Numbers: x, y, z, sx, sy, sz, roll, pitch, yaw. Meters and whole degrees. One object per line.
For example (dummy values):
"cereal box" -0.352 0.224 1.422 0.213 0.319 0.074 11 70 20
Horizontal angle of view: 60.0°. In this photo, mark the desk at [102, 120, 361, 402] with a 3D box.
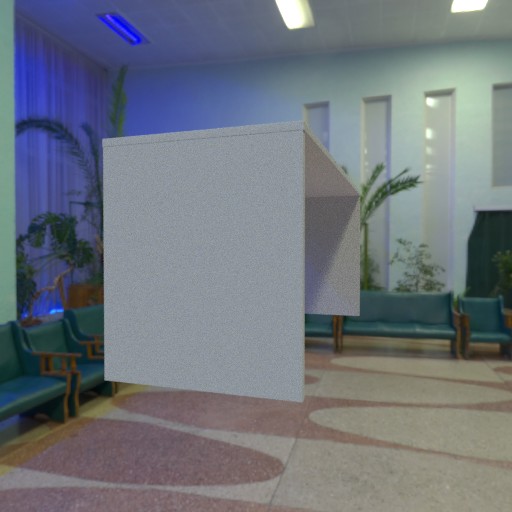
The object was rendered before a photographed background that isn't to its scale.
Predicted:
"desk" 0.000 0.000 2.062 0.802 0.750 1.600 0 1 18
